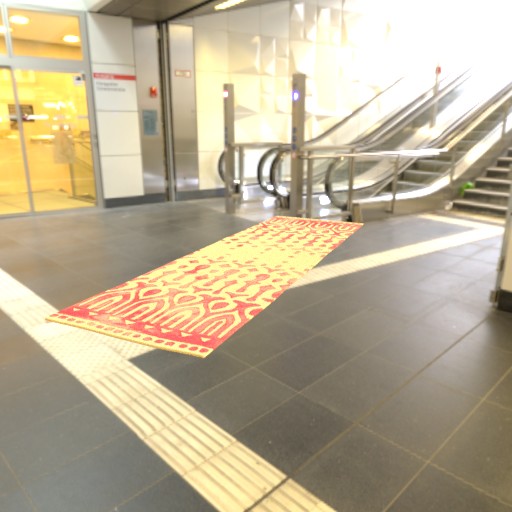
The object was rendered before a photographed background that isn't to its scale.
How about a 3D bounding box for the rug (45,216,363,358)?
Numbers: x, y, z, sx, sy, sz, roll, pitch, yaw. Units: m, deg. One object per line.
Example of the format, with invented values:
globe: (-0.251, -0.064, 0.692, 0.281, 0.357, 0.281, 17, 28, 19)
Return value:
rug: (0.000, 0.000, 2.752, 0.787, 0.011, 2.458, 8, 18, 25)
